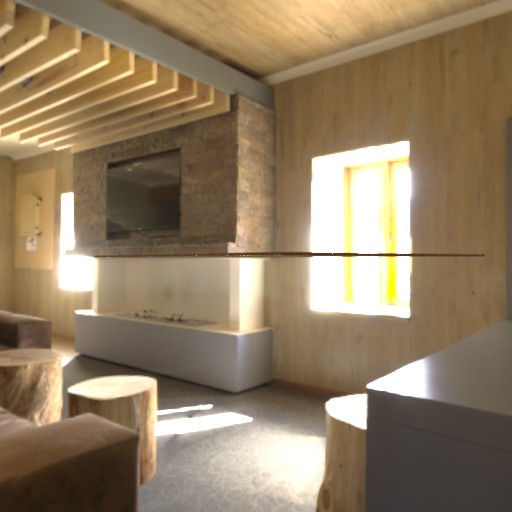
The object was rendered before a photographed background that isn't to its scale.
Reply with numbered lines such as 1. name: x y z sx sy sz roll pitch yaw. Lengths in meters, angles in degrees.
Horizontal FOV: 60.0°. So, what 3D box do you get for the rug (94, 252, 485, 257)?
1. rug: 0.000 0.000 3.116 1.524 0.014 2.438 0 0 -36
